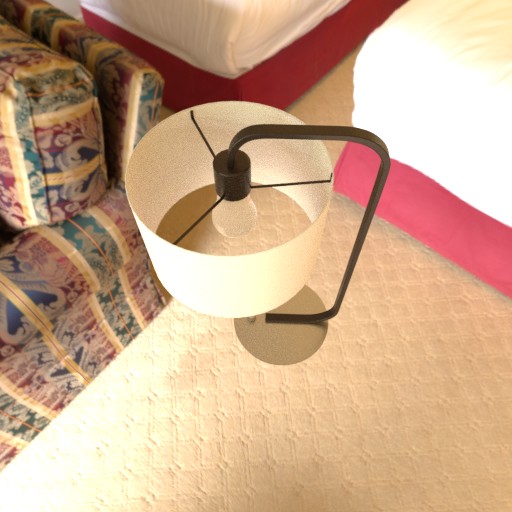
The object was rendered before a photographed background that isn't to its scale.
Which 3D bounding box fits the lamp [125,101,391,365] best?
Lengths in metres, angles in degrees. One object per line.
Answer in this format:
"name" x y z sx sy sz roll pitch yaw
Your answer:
"lamp" 0.000 0.000 0.641 0.288 0.473 0.230 2 58 1
